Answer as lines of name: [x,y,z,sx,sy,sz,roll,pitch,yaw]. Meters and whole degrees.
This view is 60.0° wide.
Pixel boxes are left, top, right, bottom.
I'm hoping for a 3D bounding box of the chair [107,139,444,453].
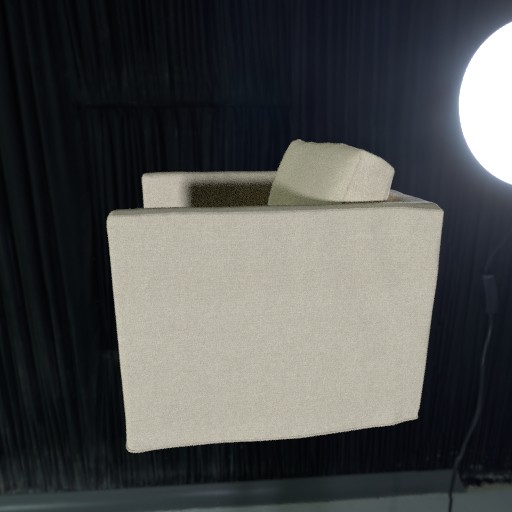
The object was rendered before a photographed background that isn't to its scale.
chair: [0.000,0.000,1.728,0.949,0.867,1.057,-2,17,-8]
